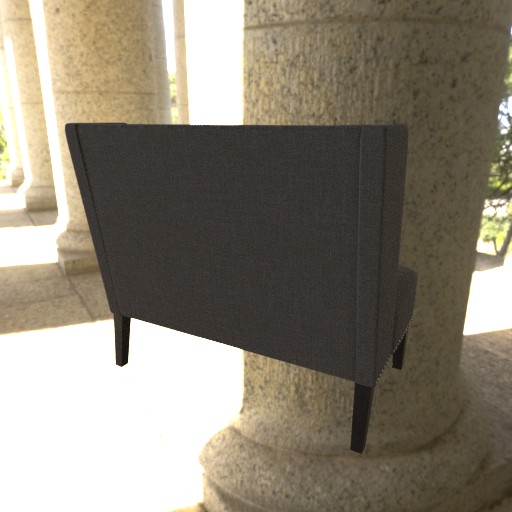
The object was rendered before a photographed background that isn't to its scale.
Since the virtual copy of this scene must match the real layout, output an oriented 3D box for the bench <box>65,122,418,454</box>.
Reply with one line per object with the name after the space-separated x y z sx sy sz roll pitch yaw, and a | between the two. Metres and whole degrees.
0.000 0.000 1.949 1.276 1.121 0.842 9 20 28 | bench
